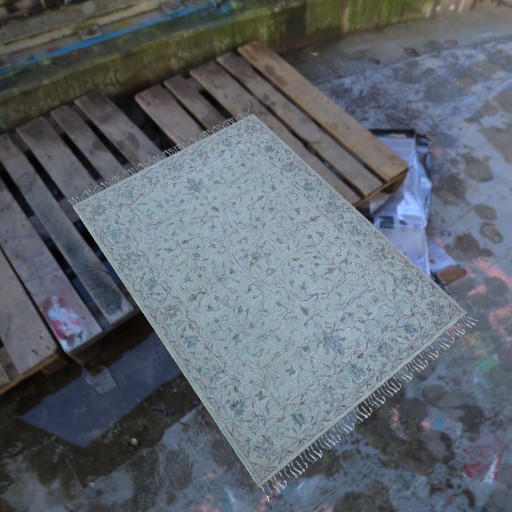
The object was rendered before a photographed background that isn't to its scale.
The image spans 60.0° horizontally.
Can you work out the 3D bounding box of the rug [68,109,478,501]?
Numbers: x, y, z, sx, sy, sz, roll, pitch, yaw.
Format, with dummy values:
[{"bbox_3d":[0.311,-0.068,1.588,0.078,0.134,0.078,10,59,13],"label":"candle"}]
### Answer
[{"bbox_3d":[0.000,0.000,2.236,1.247,0.008,1.802,-32,64,-18],"label":"rug"}]
